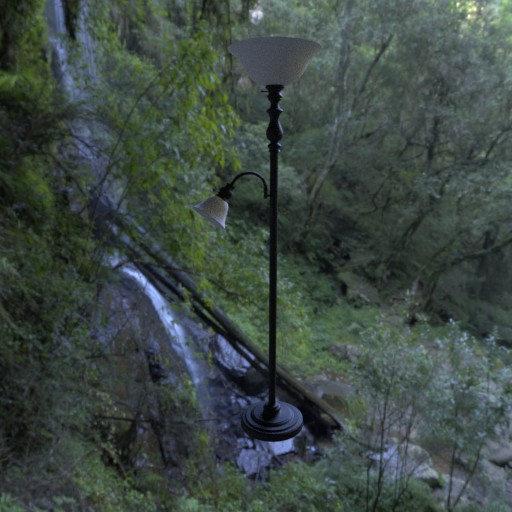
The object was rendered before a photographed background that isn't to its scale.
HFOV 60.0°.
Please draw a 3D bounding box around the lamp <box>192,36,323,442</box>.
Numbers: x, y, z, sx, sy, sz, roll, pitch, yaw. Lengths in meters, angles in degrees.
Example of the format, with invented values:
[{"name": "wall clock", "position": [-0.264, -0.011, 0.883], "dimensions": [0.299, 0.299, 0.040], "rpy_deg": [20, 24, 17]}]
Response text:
[{"name": "lamp", "position": [0.000, 0.000, 2.050], "dimensions": [0.588, 1.793, 0.405], "rpy_deg": [-6, 14, -26]}]
